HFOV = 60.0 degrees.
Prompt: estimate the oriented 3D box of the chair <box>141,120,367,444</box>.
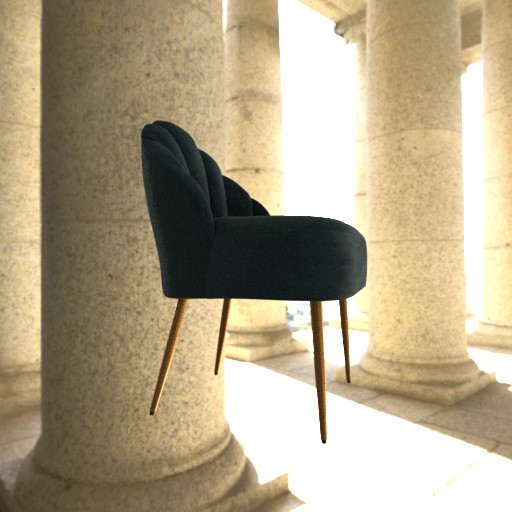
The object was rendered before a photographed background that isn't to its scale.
[{"bbox_3d":[0.000,0.000,1.274,0.599,0.819,0.657,0,-1,18],"label":"chair"}]
